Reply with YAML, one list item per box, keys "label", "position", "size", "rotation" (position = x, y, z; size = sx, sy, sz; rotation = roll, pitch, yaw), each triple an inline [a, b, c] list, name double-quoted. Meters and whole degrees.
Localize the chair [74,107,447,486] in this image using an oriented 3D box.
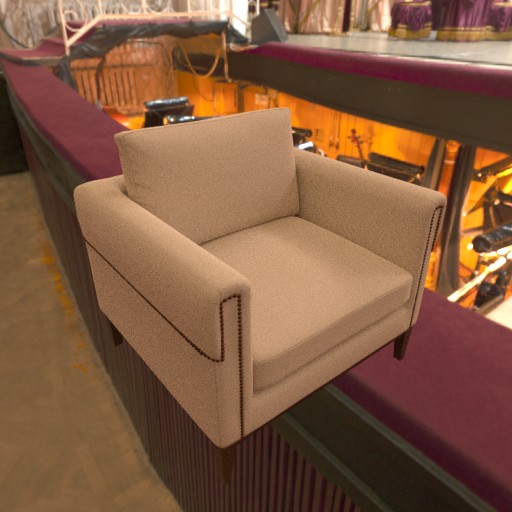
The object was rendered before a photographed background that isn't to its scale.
- label: "chair"
  position: [0.000, 0.000, 1.628]
  size: [0.982, 0.915, 0.896]
  rotation: [-21, 35, -33]
